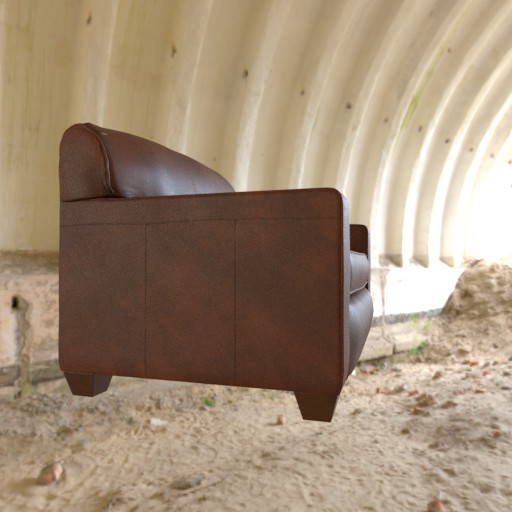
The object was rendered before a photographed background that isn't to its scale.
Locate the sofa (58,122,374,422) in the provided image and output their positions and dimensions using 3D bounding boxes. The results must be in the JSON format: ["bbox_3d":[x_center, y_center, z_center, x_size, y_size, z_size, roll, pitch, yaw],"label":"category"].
[{"bbox_3d":[0.000,0.000,1.997,1.000,0.956,1.413,0,-1,17],"label":"sofa"}]
